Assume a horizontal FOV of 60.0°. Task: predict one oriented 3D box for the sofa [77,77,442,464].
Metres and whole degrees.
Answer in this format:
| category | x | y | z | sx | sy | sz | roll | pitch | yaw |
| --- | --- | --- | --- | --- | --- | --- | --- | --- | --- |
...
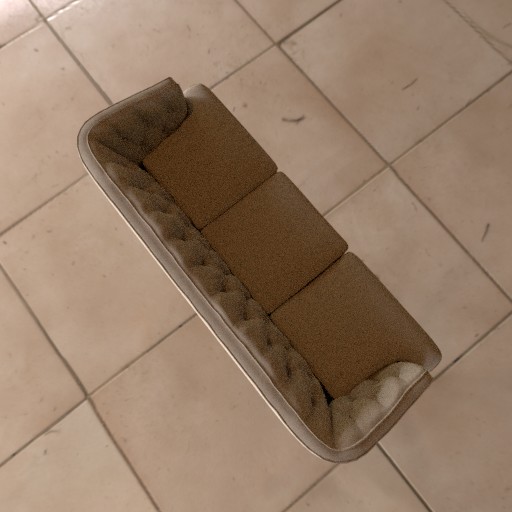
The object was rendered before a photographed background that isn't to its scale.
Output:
| category | x | y | z | sx | sy | sz | roll | pitch | yaw |
| --- | --- | --- | --- | --- | --- | --- | --- | --- | --- |
| sofa | 0.000 | 0.000 | 2.656 | 0.941 | 0.855 | 2.278 | -38 | 80 | -8 |
